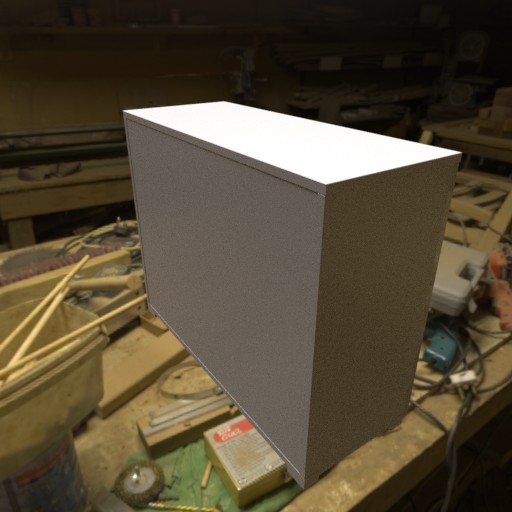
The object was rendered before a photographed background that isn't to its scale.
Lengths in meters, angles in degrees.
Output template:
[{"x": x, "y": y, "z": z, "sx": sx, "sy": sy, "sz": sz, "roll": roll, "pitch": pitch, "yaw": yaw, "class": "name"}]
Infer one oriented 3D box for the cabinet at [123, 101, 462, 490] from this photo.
[{"x": 0.000, "y": 0.000, "z": 1.409, "sx": 0.400, "sy": 0.800, "sz": 1.000, "roll": -17, "pitch": 31, "yaw": -31, "class": "cabinet"}]
